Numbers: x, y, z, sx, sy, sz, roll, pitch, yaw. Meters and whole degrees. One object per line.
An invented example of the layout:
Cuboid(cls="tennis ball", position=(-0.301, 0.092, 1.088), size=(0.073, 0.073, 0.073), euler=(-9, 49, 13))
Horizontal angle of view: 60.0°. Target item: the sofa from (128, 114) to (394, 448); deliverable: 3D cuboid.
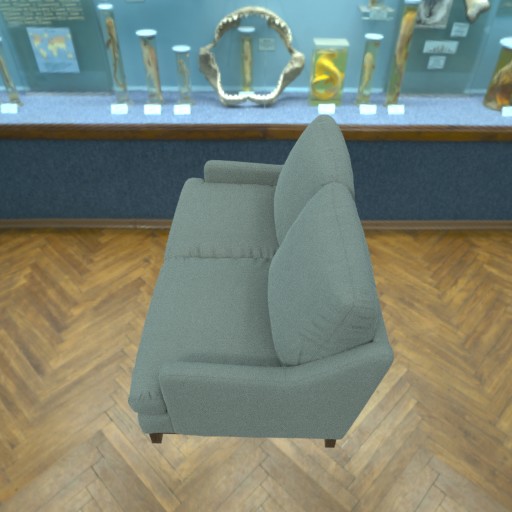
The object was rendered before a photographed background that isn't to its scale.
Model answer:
Cuboid(cls="sofa", position=(0.000, 0.000, 2.238), size=(0.987, 0.921, 1.589), euler=(1, 42, 1))
